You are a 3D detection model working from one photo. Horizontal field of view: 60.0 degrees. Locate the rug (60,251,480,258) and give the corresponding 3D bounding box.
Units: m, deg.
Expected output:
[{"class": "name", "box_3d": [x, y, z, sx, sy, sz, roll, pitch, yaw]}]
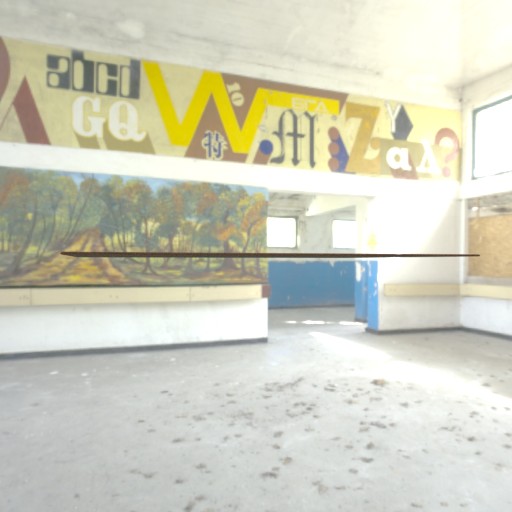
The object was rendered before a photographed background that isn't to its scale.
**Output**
[{"class": "rug", "box_3d": [0.000, 0.000, 2.366, 1.829, 0.010, 1.219, 0, -1, -20]}]
